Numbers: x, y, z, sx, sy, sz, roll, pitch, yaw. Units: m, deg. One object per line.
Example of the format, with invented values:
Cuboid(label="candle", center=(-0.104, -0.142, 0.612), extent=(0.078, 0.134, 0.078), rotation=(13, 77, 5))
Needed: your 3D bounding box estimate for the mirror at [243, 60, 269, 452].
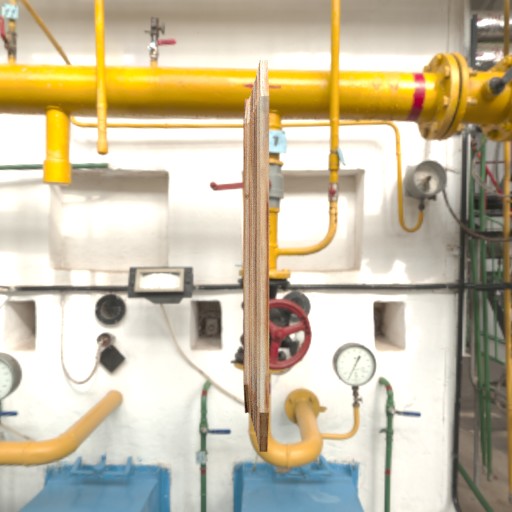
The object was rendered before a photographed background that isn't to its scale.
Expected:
Cuboid(label="mirror", center=(0.000, 0.000, 1.340), extent=(0.061, 1.015, 0.709), rotation=(0, 1, 0))
